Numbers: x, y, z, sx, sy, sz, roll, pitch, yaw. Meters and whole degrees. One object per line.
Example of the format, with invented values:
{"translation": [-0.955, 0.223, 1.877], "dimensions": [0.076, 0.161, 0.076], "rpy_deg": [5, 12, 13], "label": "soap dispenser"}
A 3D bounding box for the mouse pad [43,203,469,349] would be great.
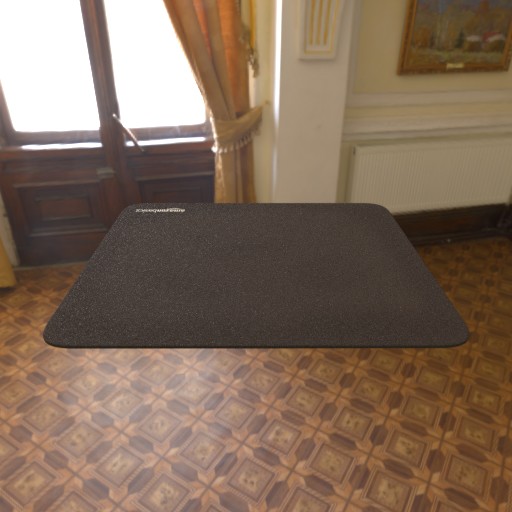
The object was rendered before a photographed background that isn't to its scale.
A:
{"translation": [0.000, 0.000, 0.338], "dimensions": [0.249, 0.002, 0.211], "rpy_deg": [0, 29, 0], "label": "mouse pad"}
